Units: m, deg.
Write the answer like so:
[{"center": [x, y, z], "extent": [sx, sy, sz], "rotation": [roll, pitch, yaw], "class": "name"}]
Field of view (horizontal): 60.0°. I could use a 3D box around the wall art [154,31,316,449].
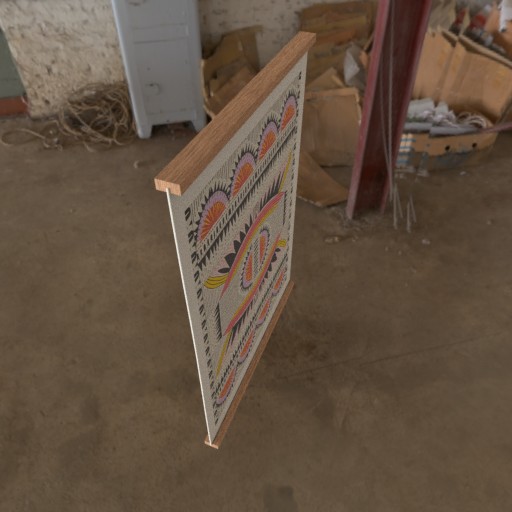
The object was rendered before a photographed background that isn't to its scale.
[{"center": [0.000, 0.000, 0.786], "extent": [0.028, 0.609, 0.456], "rotation": [16, 47, 16], "class": "wall art"}]
